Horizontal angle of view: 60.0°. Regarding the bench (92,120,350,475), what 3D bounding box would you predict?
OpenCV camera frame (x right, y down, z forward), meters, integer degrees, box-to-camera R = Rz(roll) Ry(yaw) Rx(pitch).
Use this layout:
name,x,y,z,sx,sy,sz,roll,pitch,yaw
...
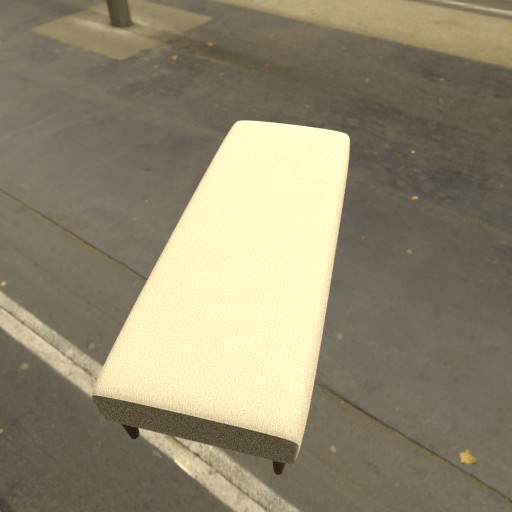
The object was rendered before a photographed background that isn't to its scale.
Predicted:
name,x,y,z,sx,sy,sz,roll,pitch,yaw
bench,0.000,0.000,1.876,0.646,0.393,1.609,10,46,9
